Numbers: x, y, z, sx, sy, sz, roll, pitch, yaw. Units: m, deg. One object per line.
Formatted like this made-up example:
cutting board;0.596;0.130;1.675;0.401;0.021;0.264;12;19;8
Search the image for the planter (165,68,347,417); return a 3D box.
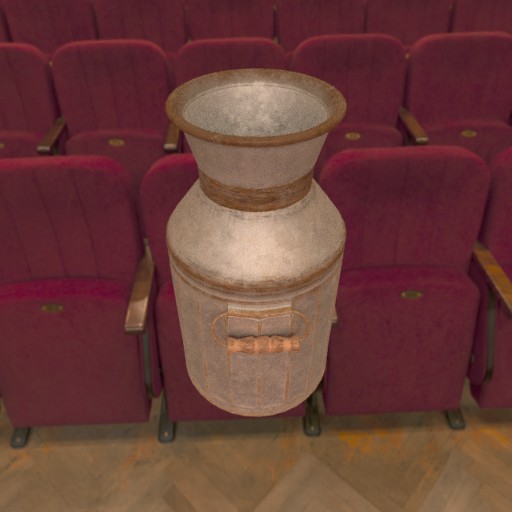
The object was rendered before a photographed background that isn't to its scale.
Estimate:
planter;0.000;0.000;0.549;0.214;0.396;0.245;-1;41;-2
